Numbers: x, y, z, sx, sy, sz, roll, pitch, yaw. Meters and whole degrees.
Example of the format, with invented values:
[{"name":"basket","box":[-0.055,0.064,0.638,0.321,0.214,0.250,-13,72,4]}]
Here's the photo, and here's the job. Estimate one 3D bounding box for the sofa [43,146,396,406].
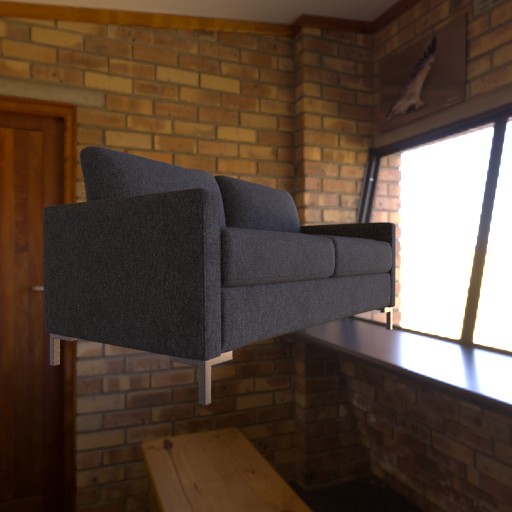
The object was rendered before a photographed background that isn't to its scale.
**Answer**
[{"name":"sofa","box":[0.000,0.000,2.171,0.866,0.862,1.716,0,0,35]}]
